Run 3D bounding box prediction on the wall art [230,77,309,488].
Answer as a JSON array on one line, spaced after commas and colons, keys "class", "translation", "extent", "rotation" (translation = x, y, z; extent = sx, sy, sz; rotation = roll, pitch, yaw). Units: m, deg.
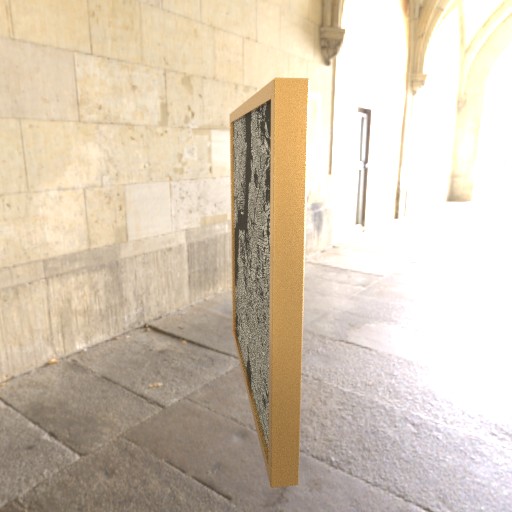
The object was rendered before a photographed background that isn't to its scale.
[{"class": "wall art", "translation": [0.000, 0.000, 0.463], "extent": [0.023, 0.305, 0.305], "rotation": [-2, 14, -8]}]
